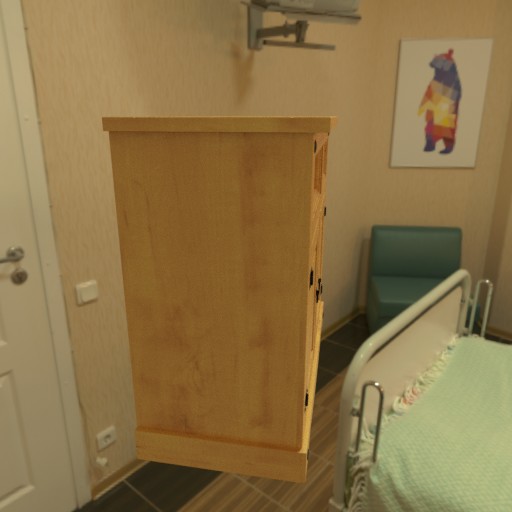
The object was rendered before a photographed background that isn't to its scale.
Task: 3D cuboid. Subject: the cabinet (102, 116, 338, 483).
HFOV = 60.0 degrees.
[{"bbox_3d":[0.000,0.000,1.400,0.450,0.840,0.920,3,18,10],"label":"cabinet"}]
